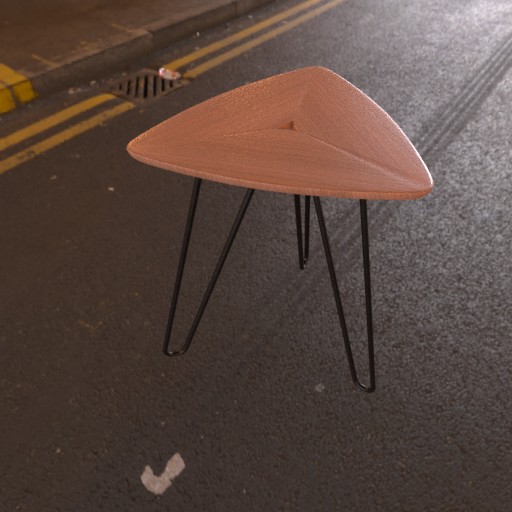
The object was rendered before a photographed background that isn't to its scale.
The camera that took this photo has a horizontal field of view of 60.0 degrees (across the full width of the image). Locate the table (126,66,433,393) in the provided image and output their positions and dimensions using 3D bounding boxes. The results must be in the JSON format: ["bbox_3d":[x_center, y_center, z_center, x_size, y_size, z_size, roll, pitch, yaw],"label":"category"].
[{"bbox_3d":[0.000,0.000,0.901,0.455,0.564,0.442,-11,46,-10],"label":"table"}]
